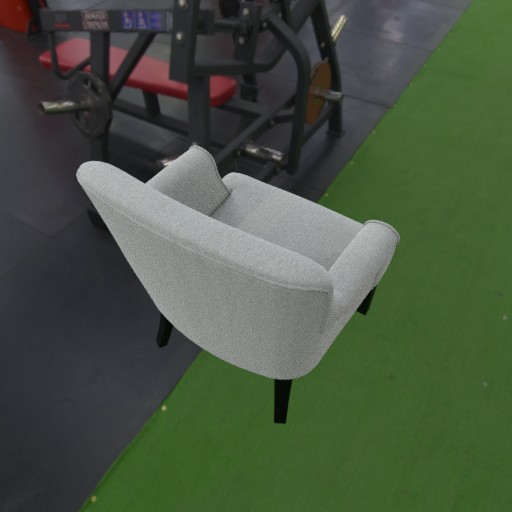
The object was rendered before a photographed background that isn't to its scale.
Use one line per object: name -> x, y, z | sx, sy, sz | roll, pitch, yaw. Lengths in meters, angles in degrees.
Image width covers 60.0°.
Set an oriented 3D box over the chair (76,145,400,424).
chair -> 0.000, 0.000, 1.452 | 0.781, 0.875, 0.750 | 26, 53, 22
